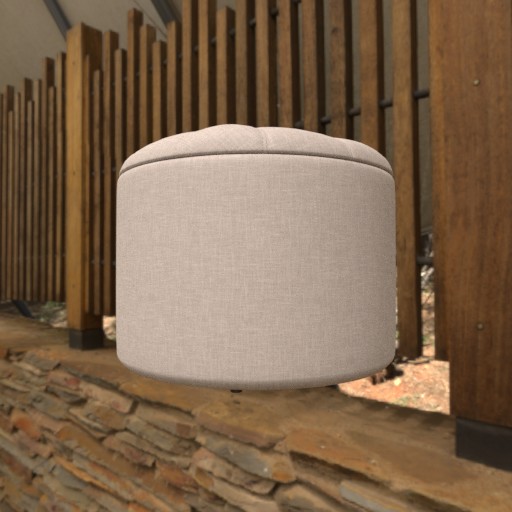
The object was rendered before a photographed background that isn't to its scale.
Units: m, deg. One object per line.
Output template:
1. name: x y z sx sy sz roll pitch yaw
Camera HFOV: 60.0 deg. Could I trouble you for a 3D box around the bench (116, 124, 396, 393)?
1. bench: 0.000 0.000 0.998 0.600 0.453 0.600 0 -1 0
